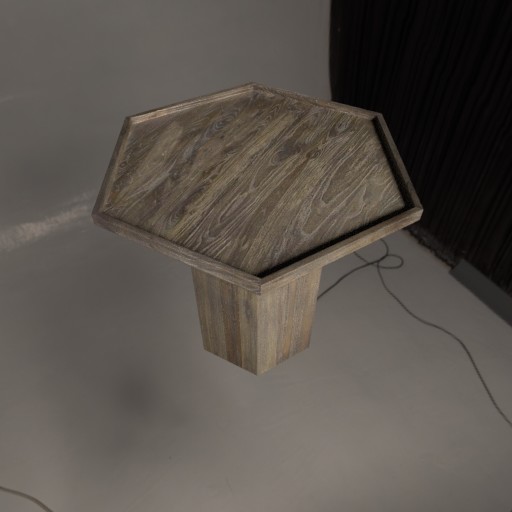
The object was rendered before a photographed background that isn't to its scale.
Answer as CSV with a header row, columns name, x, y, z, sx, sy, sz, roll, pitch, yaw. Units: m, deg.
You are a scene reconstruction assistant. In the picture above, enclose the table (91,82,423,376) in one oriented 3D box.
name,x,y,z,sx,sy,sz,roll,pitch,yaw
table,0.000,0.000,1.119,0.683,0.586,0.592,-24,51,-21
